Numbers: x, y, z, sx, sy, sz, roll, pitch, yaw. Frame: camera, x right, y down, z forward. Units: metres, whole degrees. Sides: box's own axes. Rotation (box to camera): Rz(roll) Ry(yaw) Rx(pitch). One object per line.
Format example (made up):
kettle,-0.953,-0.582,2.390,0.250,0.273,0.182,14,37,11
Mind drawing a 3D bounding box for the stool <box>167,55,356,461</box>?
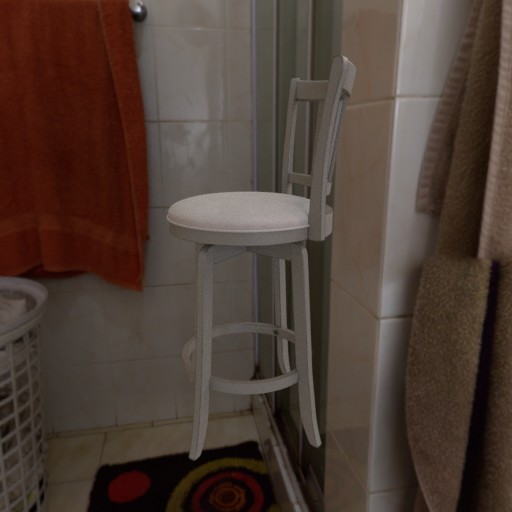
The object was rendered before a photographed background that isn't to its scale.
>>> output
stool,0.000,0.000,1.261,0.486,0.994,0.450,-2,16,-8
